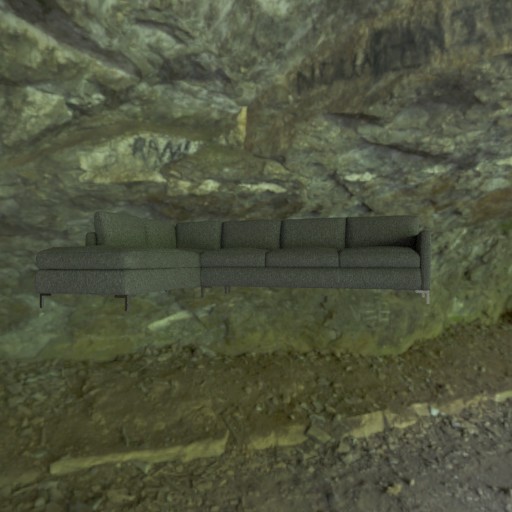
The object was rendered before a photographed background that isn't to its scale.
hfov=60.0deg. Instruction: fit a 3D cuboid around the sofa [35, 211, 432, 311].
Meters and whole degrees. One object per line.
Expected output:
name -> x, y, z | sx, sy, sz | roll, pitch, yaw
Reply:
sofa -> 0.000, 0.000, 3.889 | 2.949, 0.815, 2.007 | 0, -1, 17
